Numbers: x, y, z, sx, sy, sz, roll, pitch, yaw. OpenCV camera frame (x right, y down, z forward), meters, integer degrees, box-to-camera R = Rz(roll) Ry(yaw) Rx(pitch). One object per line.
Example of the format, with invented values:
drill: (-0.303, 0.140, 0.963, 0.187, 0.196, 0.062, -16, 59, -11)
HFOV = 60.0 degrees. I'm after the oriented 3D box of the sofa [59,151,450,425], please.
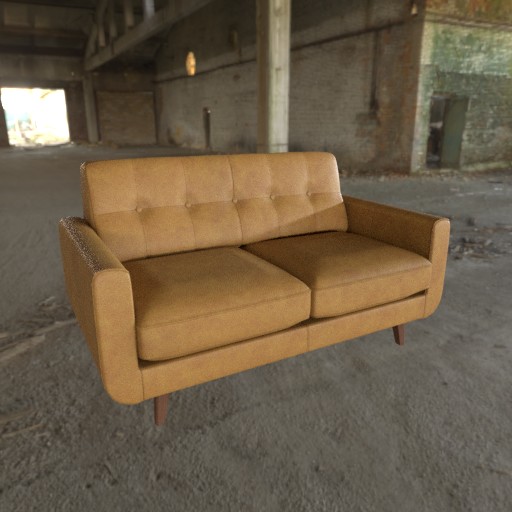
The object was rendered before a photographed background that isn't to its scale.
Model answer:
sofa: (0.000, 0.000, 2.152, 1.651, 0.925, 0.952, -9, 19, -28)
